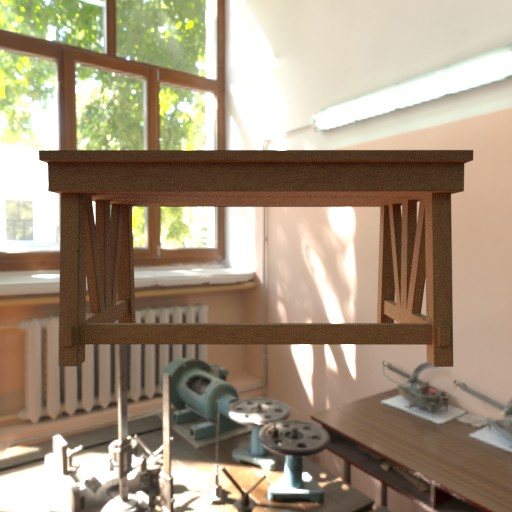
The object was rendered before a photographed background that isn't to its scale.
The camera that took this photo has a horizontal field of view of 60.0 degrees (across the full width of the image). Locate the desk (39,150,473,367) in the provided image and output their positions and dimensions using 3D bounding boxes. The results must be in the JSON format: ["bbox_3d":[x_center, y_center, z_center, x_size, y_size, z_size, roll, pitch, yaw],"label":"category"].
[{"bbox_3d":[0.000,0.000,1.948,1.499,0.762,0.813,0,2,0],"label":"desk"}]
